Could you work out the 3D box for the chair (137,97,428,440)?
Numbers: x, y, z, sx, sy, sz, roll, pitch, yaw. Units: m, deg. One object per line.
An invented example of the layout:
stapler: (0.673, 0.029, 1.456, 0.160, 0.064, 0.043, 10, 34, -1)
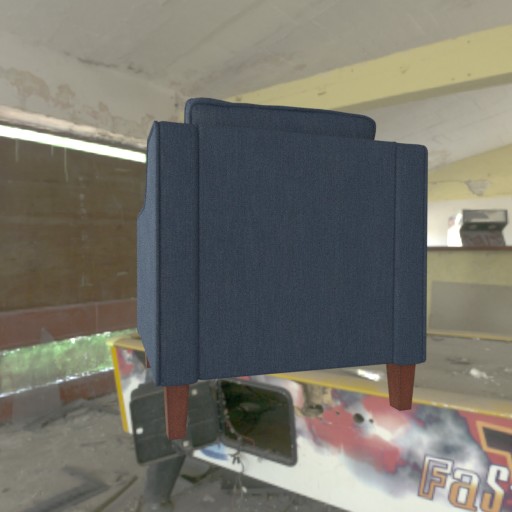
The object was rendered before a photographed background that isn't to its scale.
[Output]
chair: (0.000, 0.000, 1.670, 0.831, 0.960, 0.909, 0, 0, -18)
